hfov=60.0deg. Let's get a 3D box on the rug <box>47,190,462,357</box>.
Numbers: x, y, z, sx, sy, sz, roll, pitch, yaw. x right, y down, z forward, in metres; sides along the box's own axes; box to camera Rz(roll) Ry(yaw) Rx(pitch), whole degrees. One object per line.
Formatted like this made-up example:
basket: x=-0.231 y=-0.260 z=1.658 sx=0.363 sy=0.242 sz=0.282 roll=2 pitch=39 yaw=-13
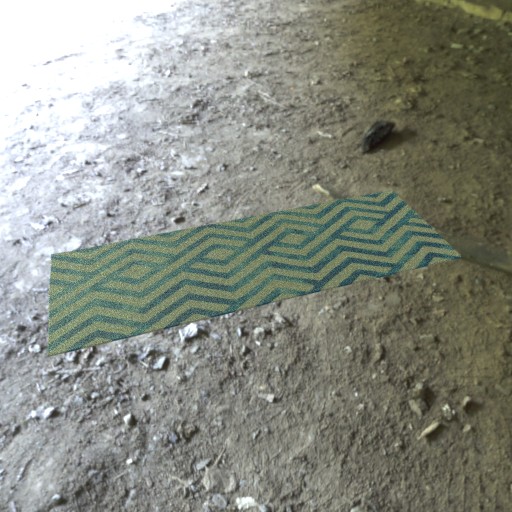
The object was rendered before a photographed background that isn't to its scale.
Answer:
rug: x=0.000 y=0.000 z=1.693 sx=1.492 sy=0.007 sz=0.503 roll=-12 pitch=42 yaw=-14
